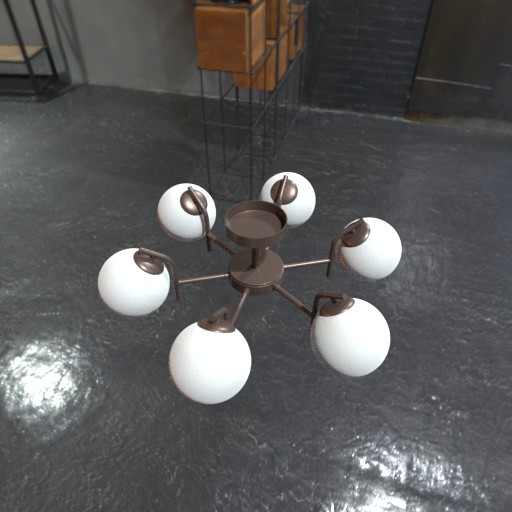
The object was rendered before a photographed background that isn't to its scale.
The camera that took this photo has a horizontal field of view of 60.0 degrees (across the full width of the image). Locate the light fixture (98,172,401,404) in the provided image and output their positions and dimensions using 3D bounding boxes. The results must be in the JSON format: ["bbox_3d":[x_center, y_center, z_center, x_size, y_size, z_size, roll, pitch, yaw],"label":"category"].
[{"bbox_3d":[0.000,0.000,0.946,0.662,0.201,0.662,0,42,0],"label":"light fixture"}]
